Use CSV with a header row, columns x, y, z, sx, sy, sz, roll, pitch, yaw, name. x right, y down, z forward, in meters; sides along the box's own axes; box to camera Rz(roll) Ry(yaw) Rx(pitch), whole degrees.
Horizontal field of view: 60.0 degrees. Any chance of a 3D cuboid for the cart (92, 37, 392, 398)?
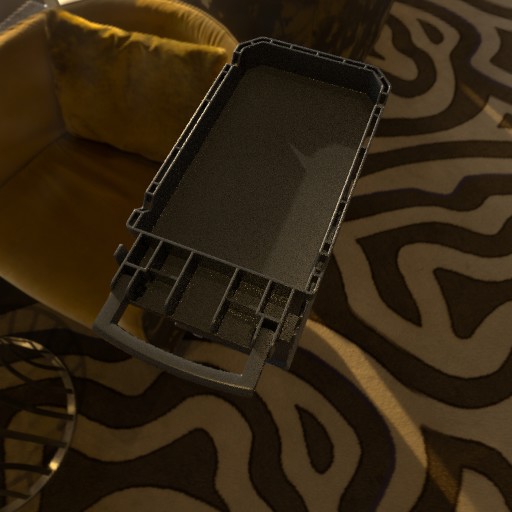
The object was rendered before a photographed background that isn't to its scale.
x,y,z,sx,sy,sz,roll,pitch,yaw,name
0.000,0.000,1.554,0.497,0.884,1.061,20,64,10,cart
